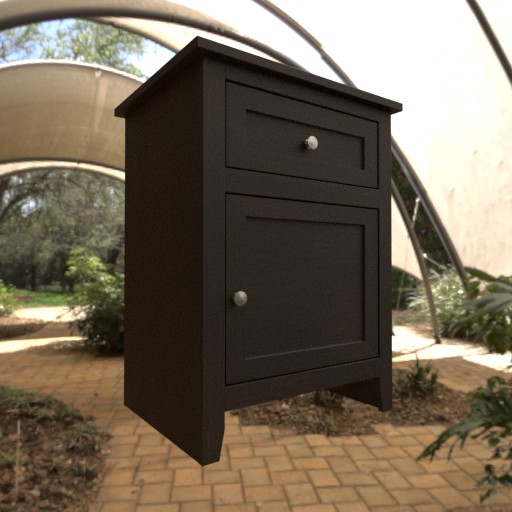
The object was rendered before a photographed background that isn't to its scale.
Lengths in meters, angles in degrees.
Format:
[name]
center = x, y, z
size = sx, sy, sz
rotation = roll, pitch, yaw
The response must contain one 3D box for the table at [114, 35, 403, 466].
[table]
center = 0.000, 0.000, 0.935
size = 0.480, 0.635, 0.381
rotation = 1, -1, -35
